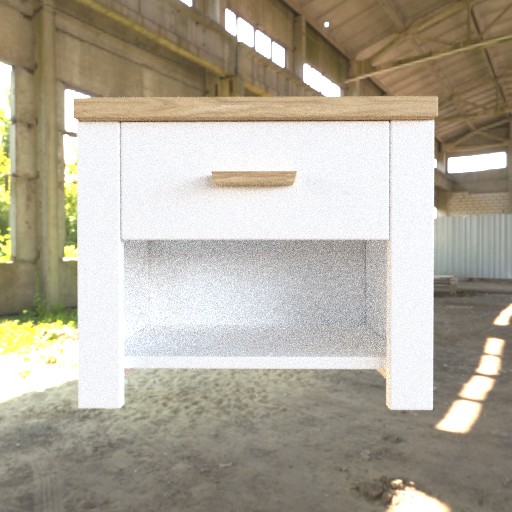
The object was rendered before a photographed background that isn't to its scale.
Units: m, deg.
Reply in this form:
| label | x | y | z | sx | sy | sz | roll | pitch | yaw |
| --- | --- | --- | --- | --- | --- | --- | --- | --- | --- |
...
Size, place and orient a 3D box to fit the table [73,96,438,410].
| label | x | y | z | sx | sy | sz | roll | pitch | yaw |
| --- | --- | --- | --- | --- | --- | --- | --- | --- | --- |
| table | 0.000 | 0.000 | 0.774 | 0.500 | 0.440 | 0.360 | 0 | 1 | 1 |
